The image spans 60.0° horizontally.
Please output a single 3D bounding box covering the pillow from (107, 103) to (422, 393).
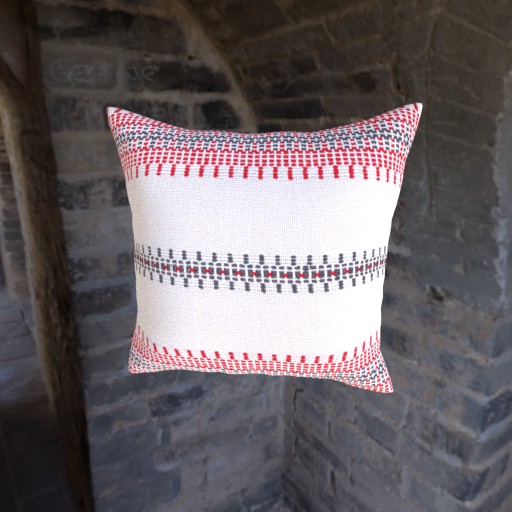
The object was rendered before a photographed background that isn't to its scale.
[{"bbox_3d":[0.000,0.000,0.700,0.463,0.454,0.160,2,16,8],"label":"pillow"}]
